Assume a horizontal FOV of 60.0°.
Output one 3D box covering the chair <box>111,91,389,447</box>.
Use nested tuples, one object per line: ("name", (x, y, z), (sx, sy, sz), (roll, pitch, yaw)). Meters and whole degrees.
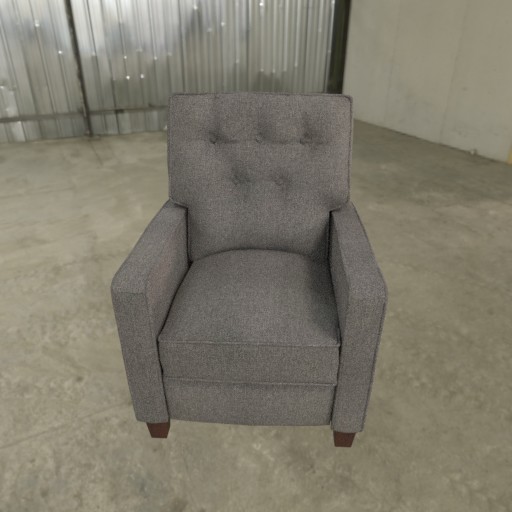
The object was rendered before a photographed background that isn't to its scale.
("chair", (0.000, 0.000, 1.366), (0.650, 0.889, 0.775), (2, 29, 3))
